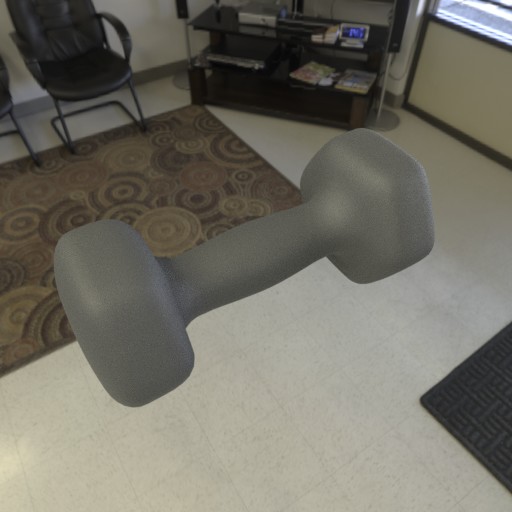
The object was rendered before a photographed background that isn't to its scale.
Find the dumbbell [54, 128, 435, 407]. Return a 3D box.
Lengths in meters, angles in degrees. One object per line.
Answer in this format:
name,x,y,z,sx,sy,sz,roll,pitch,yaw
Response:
dumbbell,0.000,0.000,0.294,0.240,0.105,0.116,-23,51,-20
